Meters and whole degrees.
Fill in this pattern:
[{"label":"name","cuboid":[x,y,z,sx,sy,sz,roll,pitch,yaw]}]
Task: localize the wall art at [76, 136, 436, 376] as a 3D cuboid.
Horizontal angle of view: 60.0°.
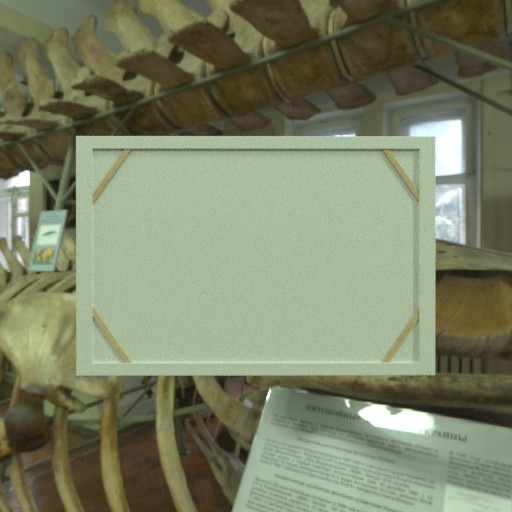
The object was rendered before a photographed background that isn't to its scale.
[{"label":"wall art","cuboid":[0.000,0.000,1.146,0.914,0.609,0.038,0,0,0]}]
